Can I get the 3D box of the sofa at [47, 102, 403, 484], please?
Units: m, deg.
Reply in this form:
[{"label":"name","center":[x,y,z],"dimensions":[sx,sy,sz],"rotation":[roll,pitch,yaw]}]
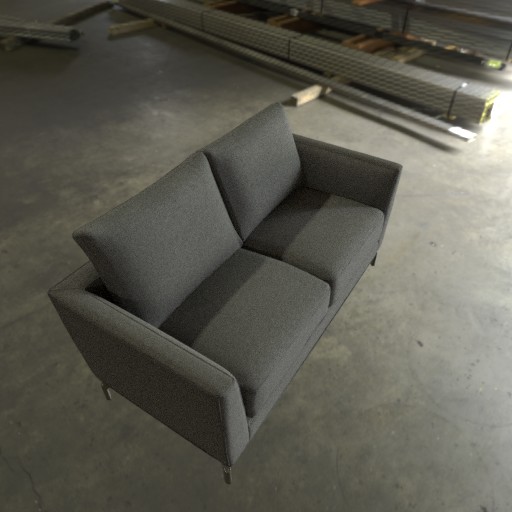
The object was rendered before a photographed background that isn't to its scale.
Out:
[{"label":"sofa","center":[0.000,0.000,2.087],"dimensions":[0.803,0.924,1.594],"rotation":[23,47,24]}]
